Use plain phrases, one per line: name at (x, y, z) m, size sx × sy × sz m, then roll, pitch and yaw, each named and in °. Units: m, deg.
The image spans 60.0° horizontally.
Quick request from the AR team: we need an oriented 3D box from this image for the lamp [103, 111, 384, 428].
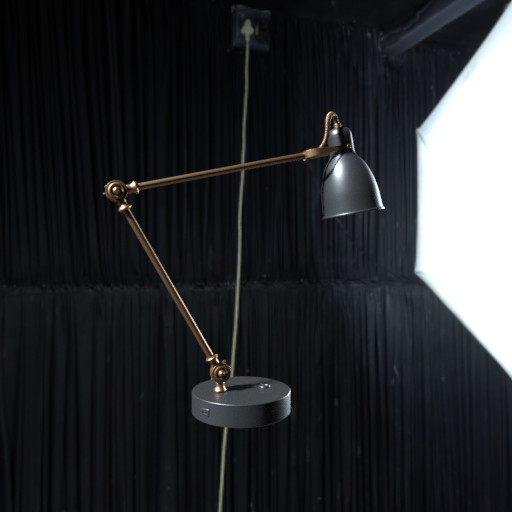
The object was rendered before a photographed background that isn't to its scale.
lamp at (0.000, 0.000, 0.858) m, size 0.561 × 0.587 × 0.187 m, roll 0°, pitch -1°, yaw -20°
